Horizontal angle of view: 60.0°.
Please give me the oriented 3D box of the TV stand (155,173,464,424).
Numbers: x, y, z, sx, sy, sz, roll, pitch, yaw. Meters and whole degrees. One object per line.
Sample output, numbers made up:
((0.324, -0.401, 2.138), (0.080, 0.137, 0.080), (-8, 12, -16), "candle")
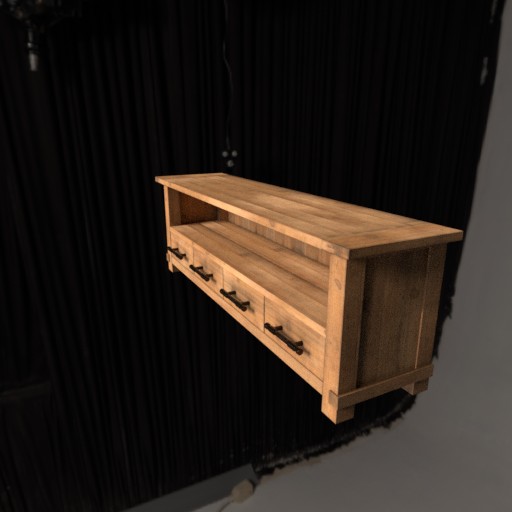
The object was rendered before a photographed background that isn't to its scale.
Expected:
((0.000, 0.000, 2.065), (0.453, 0.573, 1.804), (-9, 19, -26), "TV stand")
